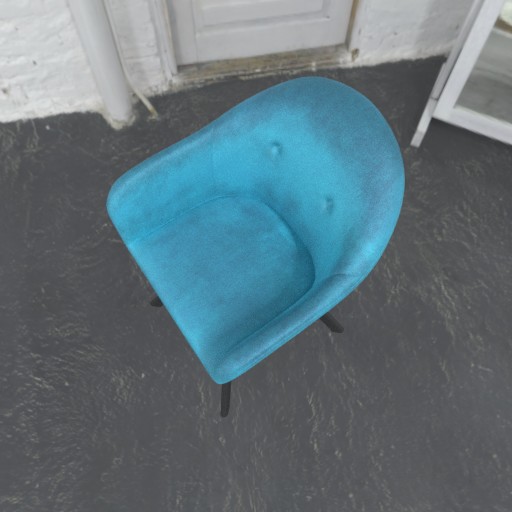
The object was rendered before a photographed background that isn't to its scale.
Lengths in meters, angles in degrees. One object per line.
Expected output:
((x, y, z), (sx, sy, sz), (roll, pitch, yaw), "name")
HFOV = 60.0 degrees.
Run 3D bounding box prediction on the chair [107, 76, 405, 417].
((0.000, 0.000, 1.160), (0.570, 0.780, 0.540), (-32, 67, -16), "chair")
